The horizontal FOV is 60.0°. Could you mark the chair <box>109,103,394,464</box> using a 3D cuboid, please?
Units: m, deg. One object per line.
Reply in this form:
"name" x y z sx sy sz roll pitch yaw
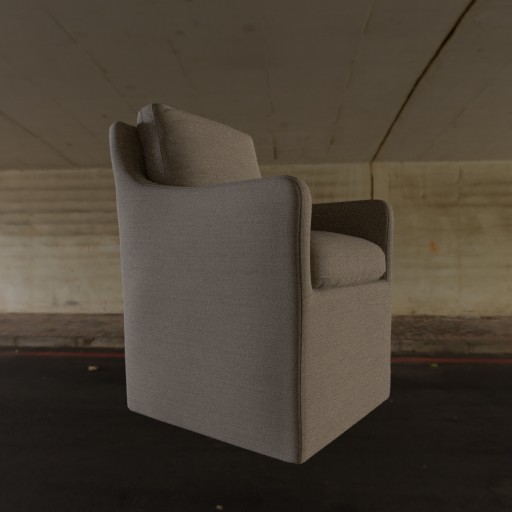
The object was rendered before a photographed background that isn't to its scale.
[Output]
"chair" 0.000 0.000 1.378 0.694 0.914 0.626 0 0 36
